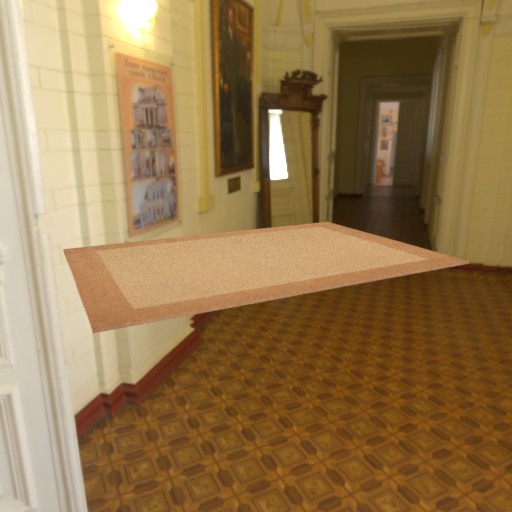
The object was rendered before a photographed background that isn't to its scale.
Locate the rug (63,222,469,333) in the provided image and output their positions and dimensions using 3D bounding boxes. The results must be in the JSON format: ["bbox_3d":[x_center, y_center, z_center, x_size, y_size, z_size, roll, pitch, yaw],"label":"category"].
[{"bbox_3d":[0.000,0.000,2.382,1.829,0.014,1.219,-8,17,-26],"label":"rug"}]
